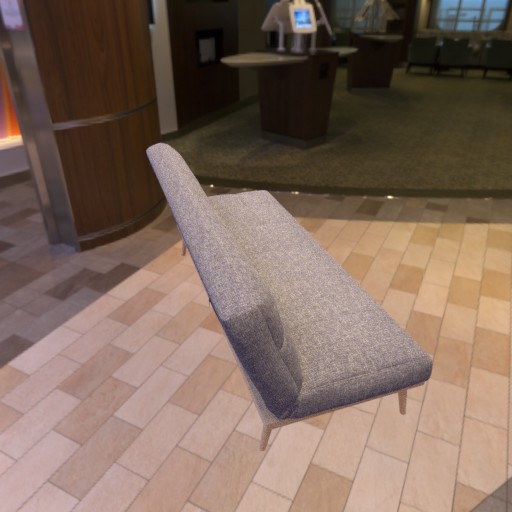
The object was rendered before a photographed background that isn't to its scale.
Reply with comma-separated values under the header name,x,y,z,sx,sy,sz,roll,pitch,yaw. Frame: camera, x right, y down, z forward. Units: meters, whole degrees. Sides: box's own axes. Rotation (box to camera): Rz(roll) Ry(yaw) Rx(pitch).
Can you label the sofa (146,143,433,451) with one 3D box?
name,x,y,z,sx,sy,sz,roll,pitch,yaw
sofa,0.000,0.000,2.270,0.820,0.770,1.820,-10,32,-16
